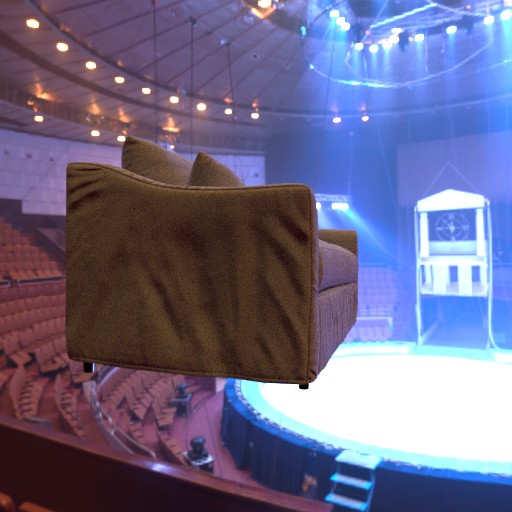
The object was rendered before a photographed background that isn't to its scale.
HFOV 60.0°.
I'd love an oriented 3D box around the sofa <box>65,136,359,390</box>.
[{"bbox_3d":[0.000,0.000,2.619,1.072,1.018,2.010,0,-1,17],"label":"sofa"}]
